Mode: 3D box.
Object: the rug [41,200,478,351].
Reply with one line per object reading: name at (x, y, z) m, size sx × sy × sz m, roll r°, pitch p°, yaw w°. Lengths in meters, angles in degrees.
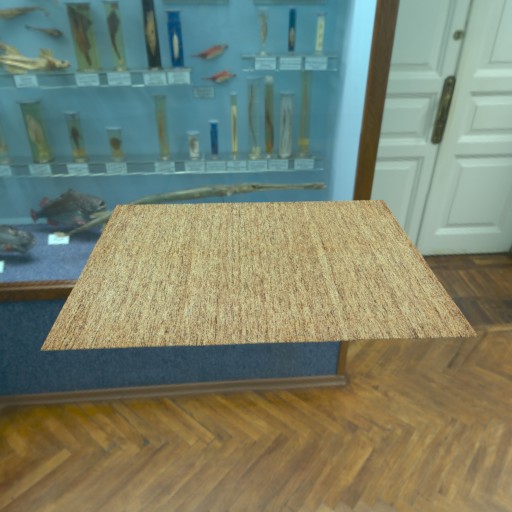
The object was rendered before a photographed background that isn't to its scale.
rug at (0.000, 0.000, 4.272) m, size 3.200 × 0.012 × 2.438 m, roll -1°, pitch 32°, yaw -2°
